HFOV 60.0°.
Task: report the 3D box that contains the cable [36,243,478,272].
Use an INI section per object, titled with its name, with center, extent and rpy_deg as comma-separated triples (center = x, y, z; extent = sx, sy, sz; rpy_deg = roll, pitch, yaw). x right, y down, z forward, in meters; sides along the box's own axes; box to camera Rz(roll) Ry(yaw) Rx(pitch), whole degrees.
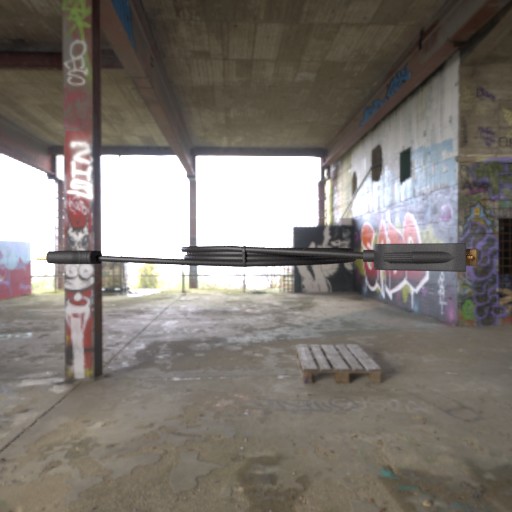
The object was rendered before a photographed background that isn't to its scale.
[cable]
center = 0.000, 0.000, 0.332
extent = 0.281, 0.015, 0.136
rpy_deg = 0, 0, 17
